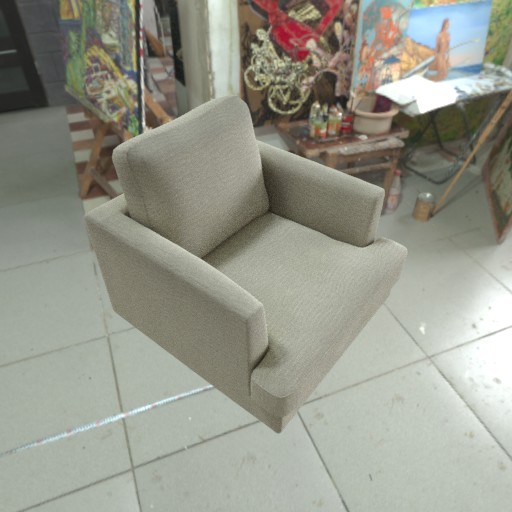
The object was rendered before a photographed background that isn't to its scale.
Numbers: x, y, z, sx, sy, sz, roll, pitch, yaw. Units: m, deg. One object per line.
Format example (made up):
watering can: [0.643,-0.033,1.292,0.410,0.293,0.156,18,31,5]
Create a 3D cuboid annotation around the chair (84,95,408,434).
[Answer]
chair: [0.000,0.000,1.702,0.899,0.957,0.858,28,49,28]
